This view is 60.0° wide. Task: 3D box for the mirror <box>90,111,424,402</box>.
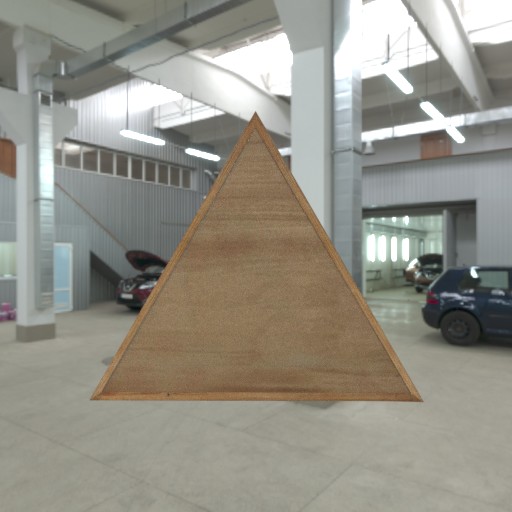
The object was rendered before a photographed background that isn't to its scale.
[{"bbox_3d":[0.000,0.000,0.886,0.631,0.548,0.100,0,0,1],"label":"mirror"}]
